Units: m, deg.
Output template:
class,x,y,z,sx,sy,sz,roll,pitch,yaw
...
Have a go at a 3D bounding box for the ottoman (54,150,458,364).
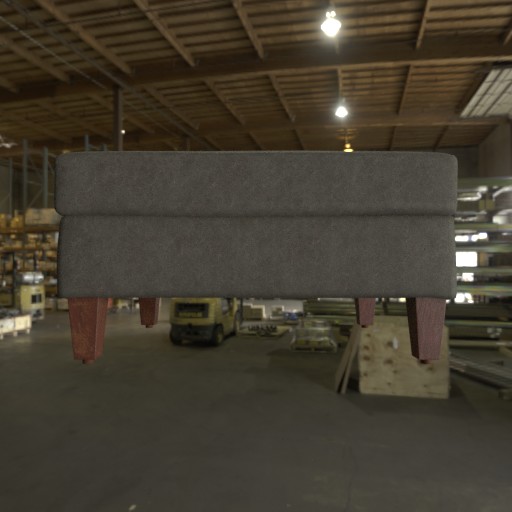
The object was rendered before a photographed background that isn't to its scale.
class,x,y,z,sx,sy,sz,roll,pitch,yaw
ottoman,0.000,0.000,1.209,0.839,0.464,0.639,0,-1,0
